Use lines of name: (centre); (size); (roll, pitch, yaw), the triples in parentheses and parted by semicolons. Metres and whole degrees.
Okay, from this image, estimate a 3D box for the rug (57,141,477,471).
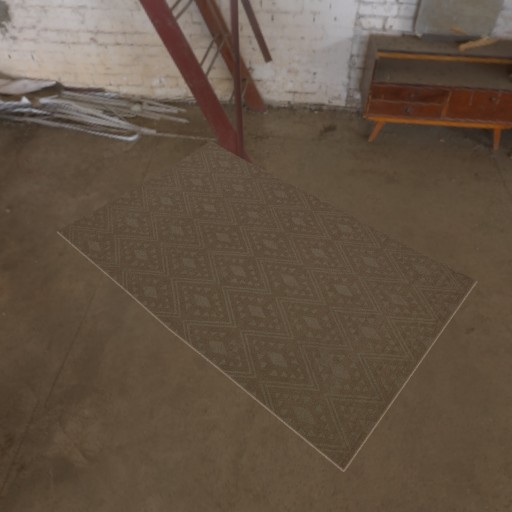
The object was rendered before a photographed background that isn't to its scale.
rug: (0.000, 0.000, 2.999); (2.430, 0.053, 1.553); (33, 55, 27)
